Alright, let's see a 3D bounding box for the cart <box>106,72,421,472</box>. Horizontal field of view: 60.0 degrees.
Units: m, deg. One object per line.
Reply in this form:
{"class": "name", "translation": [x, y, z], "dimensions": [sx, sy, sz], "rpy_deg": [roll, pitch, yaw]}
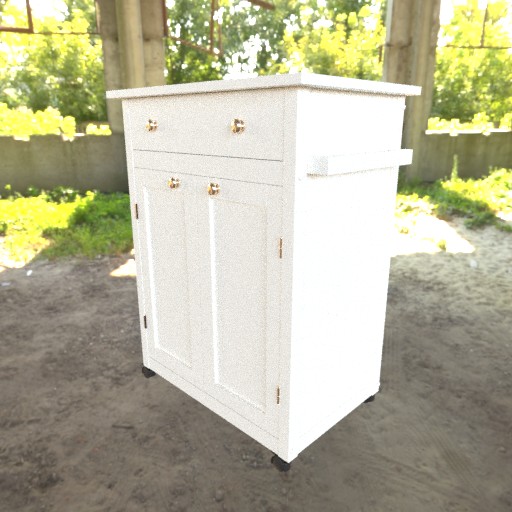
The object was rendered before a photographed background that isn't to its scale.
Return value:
{"class": "cart", "translation": [0.000, 0.000, 1.222], "dimensions": [0.683, 0.864, 0.442], "rpy_deg": [16, 23, 42]}
